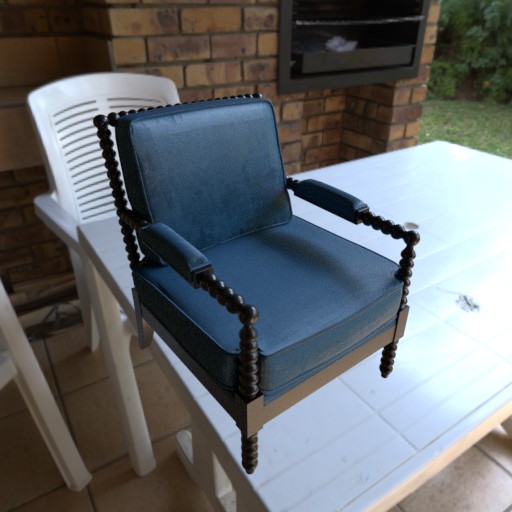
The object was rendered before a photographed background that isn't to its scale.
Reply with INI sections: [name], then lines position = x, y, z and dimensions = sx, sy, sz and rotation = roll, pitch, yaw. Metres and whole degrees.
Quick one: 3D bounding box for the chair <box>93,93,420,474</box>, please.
[chair]
position = 0.000, 0.000, 1.431
dimensions = 0.688, 0.857, 0.805
rotation = -21, 36, -32
